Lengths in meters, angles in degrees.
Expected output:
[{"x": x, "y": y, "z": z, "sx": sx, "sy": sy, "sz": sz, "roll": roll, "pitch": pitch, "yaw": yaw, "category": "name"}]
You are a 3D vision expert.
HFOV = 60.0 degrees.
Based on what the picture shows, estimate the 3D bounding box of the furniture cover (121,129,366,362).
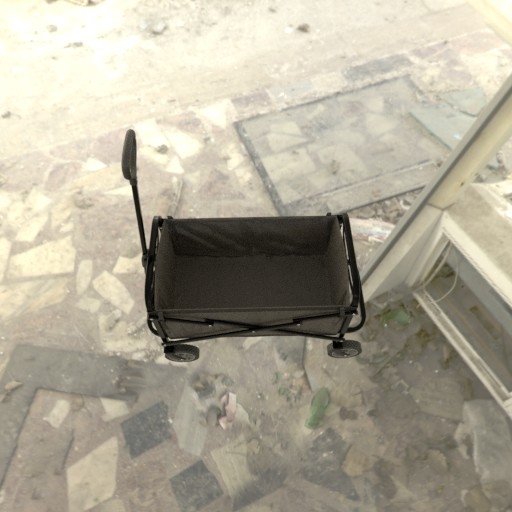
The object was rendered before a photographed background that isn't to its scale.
[{"x": 0.000, "y": 0.000, "z": 1.833, "sx": 1.038, "sy": 1.295, "sz": 0.532, "roll": -1, "pitch": 59, "yaw": -1, "category": "furniture cover"}]
